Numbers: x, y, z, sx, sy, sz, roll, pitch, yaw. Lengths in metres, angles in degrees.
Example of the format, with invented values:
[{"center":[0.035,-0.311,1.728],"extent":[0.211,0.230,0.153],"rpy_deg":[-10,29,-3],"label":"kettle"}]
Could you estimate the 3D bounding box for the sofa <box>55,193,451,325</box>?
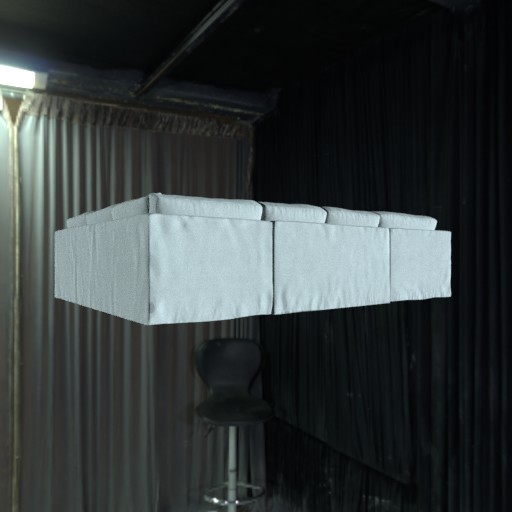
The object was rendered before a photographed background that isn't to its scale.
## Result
[{"center":[0.000,0.000,4.662],"extent":[3.434,0.869,2.440],"rpy_deg":[0,0,-37],"label":"sofa"}]
